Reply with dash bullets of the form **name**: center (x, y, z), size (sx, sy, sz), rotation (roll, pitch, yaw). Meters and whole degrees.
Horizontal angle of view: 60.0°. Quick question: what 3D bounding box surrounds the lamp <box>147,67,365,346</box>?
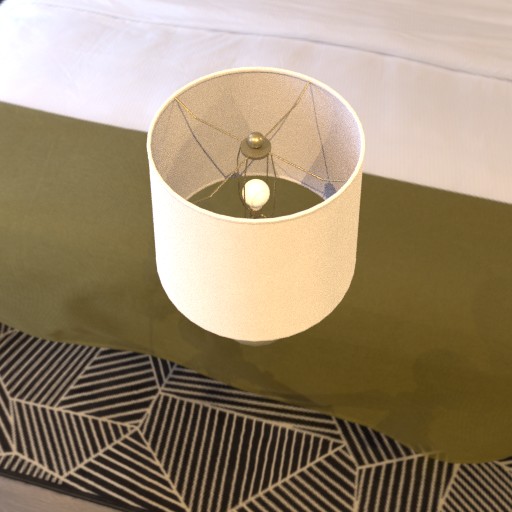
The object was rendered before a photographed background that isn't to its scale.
- **lamp**: center (0.000, 0.000, 0.553), size (0.239, 0.399, 0.239), rotation (0, 58, 0)
